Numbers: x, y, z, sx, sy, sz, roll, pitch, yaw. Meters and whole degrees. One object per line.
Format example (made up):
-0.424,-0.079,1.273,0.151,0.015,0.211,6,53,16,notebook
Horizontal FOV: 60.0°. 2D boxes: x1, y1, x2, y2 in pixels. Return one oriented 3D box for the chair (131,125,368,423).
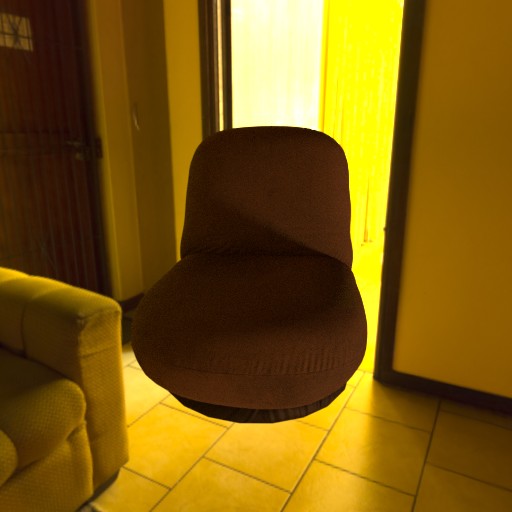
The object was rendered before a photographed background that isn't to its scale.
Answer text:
0.000,0.000,1.043,0.521,0.594,0.597,2,16,8,chair
